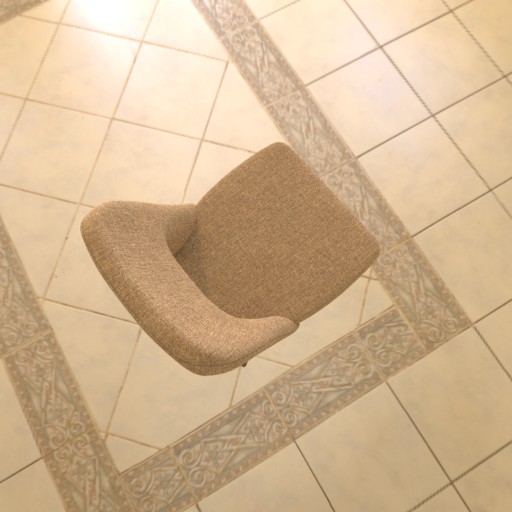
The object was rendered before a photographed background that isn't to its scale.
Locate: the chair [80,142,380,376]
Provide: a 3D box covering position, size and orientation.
[{"bbox_3d":[0.000,0.000,1.251,0.612,0.931,0.470,-39,79,-9],"label":"chair"}]
